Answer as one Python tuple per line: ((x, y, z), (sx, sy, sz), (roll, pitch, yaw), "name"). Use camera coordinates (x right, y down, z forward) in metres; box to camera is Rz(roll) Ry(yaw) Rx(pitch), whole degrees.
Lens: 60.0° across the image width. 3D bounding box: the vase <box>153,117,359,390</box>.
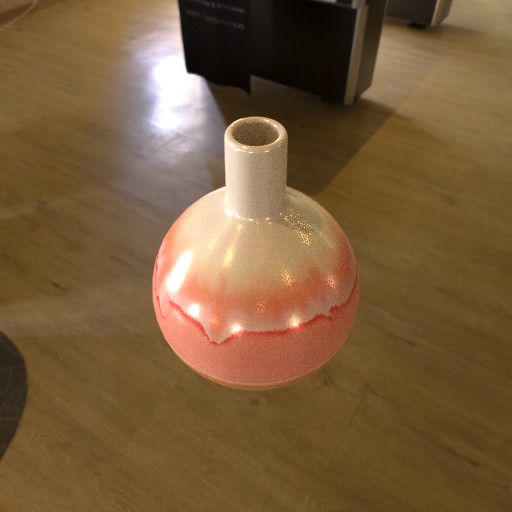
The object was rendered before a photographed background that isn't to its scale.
((0.000, 0.000, 0.277), (0.137, 0.176, 0.137), (0, 47, 0), "vase")
